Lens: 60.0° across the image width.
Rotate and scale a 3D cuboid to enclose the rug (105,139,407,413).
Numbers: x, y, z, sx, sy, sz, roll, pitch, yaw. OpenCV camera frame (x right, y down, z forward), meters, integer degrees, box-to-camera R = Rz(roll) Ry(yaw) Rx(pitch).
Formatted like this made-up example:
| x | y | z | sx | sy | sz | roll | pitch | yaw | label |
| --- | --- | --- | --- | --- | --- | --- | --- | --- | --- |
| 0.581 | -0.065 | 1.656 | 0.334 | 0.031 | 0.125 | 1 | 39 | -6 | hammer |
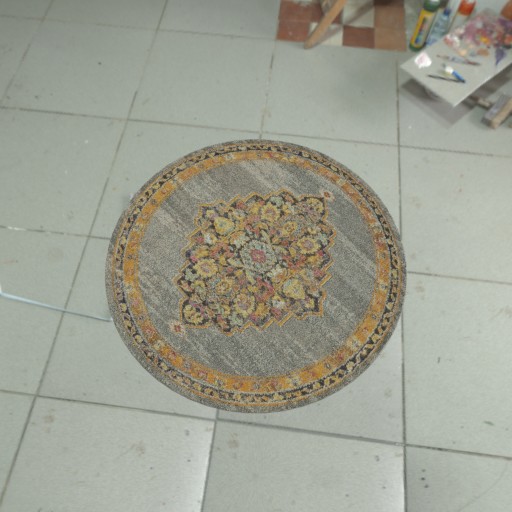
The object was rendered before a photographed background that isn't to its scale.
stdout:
| x | y | z | sx | sy | sz | roll | pitch | yaw | label |
| --- | --- | --- | --- | --- | --- | --- | --- | --- | --- |
| 0.000 | 0.000 | 3.533 | 2.382 | 0.014 | 2.382 | 0 | 64 | 0 | rug |
